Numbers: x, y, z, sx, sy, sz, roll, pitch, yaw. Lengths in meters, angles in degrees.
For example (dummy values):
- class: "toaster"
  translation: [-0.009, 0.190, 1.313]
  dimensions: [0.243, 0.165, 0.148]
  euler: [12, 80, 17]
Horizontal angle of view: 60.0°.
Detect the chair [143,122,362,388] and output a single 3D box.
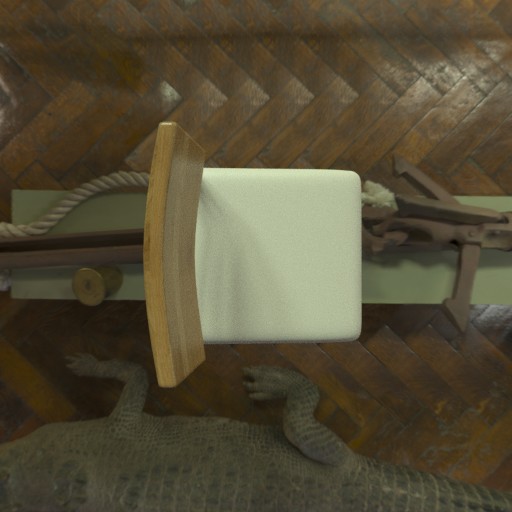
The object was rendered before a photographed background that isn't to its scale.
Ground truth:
- class: "chair"
  translation: [0.000, 0.000, 1.194]
  dimensions: [0.585, 0.844, 0.467]
  euler: [0, 90, -1]
